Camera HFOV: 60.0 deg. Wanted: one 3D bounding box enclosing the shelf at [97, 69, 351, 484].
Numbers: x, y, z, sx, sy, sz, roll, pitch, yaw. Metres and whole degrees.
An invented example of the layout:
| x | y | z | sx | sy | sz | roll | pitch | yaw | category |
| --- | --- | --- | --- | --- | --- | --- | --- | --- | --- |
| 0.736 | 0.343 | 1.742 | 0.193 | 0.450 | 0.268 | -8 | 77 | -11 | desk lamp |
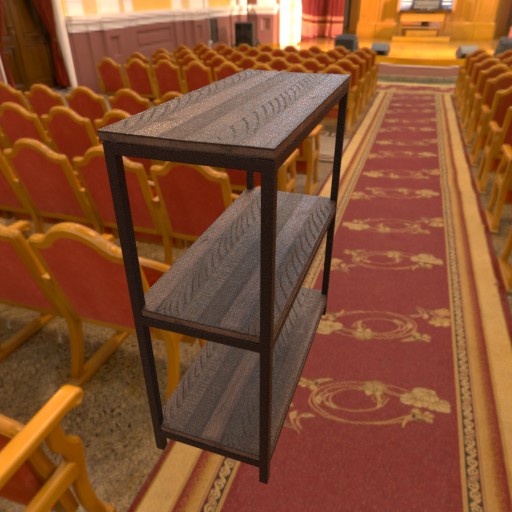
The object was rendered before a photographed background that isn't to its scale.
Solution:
| x | y | z | sx | sy | sz | roll | pitch | yaw | category |
| --- | --- | --- | --- | --- | --- | --- | --- | --- | --- |
| 0.000 | 0.000 | 1.367 | 0.352 | 0.947 | 0.822 | 10 | 32 | 16 | shelf |
